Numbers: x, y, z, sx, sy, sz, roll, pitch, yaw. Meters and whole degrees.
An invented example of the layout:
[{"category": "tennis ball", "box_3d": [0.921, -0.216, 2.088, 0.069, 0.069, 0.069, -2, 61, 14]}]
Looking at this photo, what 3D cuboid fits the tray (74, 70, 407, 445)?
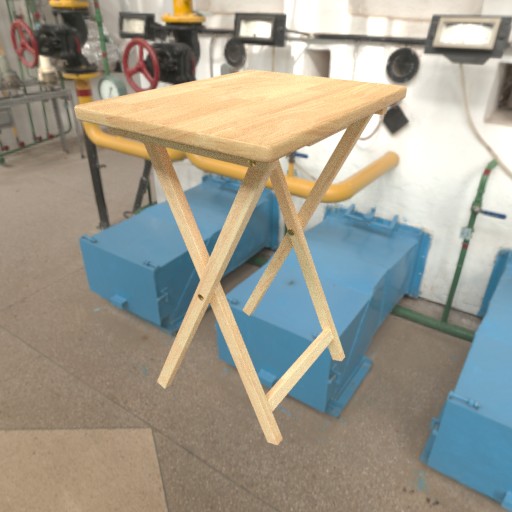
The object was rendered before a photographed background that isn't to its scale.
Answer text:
[{"category": "tray", "box_3d": [0.000, 0.000, 0.950, 0.381, 0.660, 0.483, 20, 36, 30]}]
